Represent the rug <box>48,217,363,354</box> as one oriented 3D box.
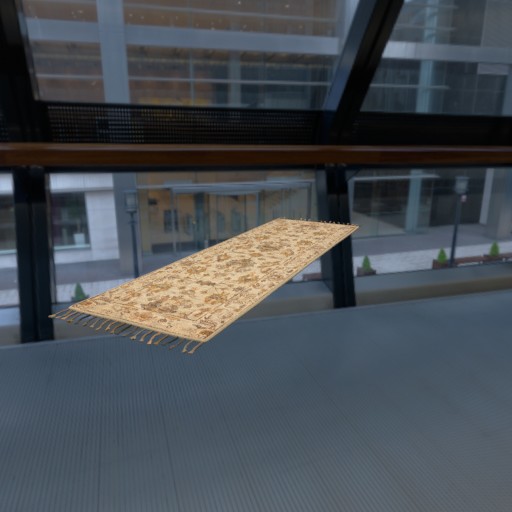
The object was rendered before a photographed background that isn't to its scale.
[{"bbox_3d":[0.000,0.000,2.744,0.729,0.021,2.438,8,18,26],"label":"rug"}]
